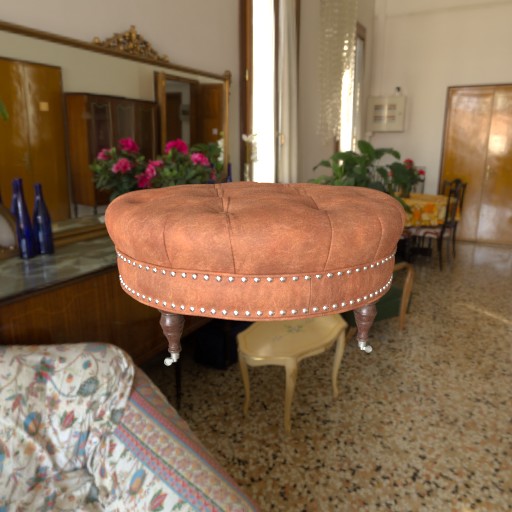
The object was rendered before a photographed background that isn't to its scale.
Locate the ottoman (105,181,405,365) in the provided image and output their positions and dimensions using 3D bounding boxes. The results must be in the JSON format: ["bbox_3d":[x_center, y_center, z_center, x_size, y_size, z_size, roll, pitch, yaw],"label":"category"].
[{"bbox_3d":[0.000,0.000,1.427,0.901,0.444,0.901,0,14,0],"label":"ottoman"}]
